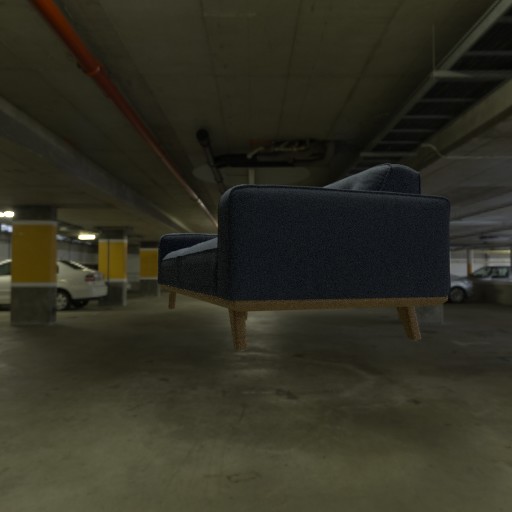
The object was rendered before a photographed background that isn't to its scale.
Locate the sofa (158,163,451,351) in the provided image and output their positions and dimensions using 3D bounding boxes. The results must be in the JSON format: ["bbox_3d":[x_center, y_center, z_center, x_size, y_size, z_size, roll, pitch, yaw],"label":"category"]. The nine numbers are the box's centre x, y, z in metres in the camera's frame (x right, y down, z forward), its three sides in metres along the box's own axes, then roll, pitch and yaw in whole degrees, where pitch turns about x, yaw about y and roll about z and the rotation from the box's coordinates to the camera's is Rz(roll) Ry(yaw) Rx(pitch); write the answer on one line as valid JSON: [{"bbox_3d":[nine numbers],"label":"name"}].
[{"bbox_3d":[0.000,0.000,2.694,0.953,0.782,2.270,1,-2,-18],"label":"sofa"}]
